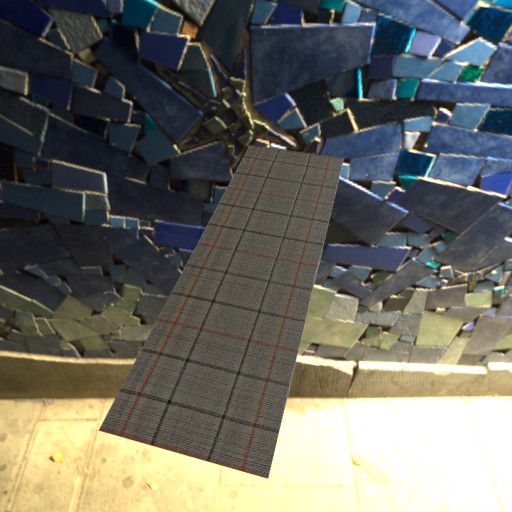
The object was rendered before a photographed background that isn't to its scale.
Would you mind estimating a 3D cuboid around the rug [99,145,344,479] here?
[{"bbox_3d":[0.000,0.000,2.695,0.762,0.008,2.439,11,46,11],"label":"rug"}]
